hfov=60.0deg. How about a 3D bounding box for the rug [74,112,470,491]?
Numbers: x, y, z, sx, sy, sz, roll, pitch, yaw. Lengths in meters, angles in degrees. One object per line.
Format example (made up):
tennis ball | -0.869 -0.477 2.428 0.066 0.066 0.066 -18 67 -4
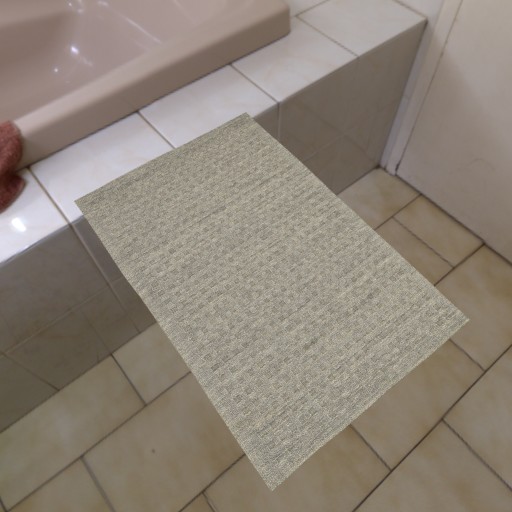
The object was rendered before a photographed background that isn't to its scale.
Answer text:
rug | 0.000 0.000 2.925 1.532 0.018 2.297 -33 64 -18
